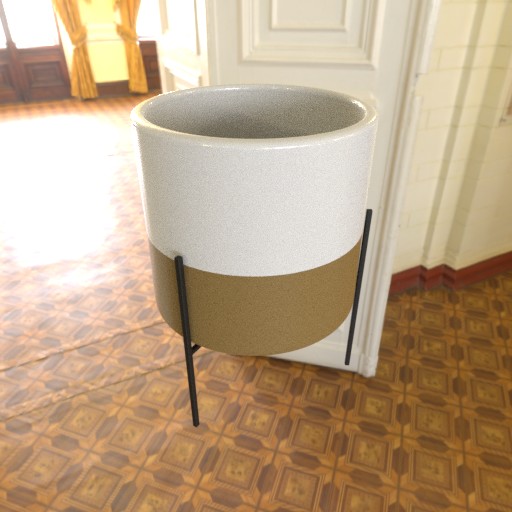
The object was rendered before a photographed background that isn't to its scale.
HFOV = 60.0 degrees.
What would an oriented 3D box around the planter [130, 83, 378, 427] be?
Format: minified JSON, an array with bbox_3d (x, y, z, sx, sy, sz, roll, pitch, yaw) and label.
[{"bbox_3d":[0.000,0.000,0.658,0.310,0.432,0.310,10,33,16],"label":"planter"}]
